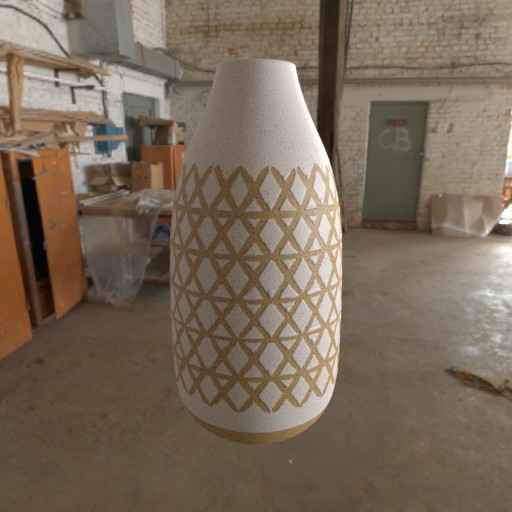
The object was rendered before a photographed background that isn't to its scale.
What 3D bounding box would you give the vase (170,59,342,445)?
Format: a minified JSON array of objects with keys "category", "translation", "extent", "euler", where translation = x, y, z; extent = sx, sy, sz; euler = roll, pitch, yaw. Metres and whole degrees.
[{"category":"vase","translation":[0.000,0.000,0.475],"extent":[0.186,0.380,0.186],"euler":[0,15,0]}]
